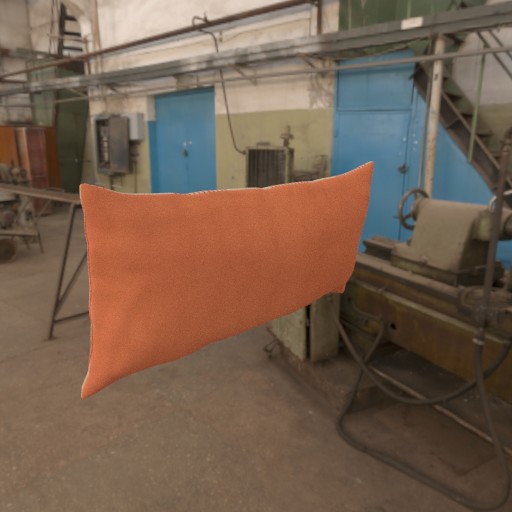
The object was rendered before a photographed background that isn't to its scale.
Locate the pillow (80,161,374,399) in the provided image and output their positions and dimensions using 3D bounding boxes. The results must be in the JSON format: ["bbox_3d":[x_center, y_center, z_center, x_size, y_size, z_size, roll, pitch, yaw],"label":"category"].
[{"bbox_3d":[0.000,0.000,0.743,0.156,0.292,0.608,14,20,43],"label":"pillow"}]
